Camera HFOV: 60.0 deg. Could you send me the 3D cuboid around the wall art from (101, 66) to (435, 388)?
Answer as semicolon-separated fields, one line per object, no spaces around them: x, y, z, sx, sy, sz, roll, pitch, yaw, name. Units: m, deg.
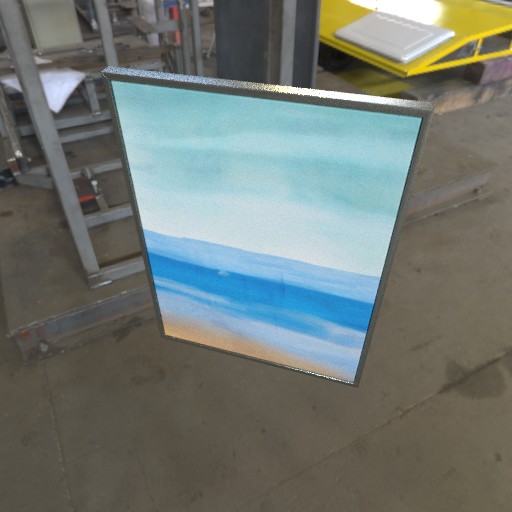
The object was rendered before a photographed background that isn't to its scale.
0.000;0.000;1.391;0.803;1.062;0.041;11;43;13;wall art
